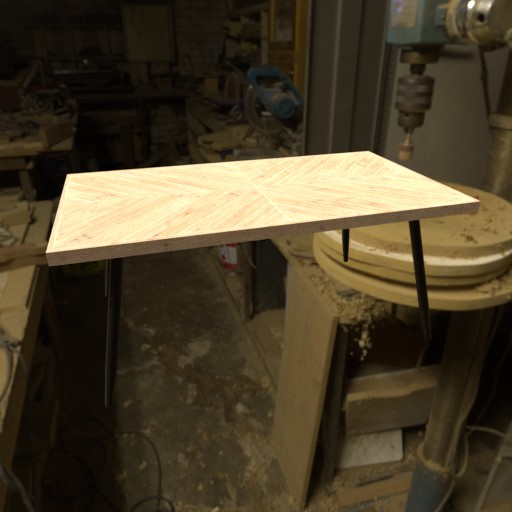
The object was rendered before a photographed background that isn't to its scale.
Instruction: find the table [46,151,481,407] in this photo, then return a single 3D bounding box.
[{"bbox_3d":[0.000,0.000,2.346,1.803,0.762,0.991,-8,28,-15],"label":"table"}]
